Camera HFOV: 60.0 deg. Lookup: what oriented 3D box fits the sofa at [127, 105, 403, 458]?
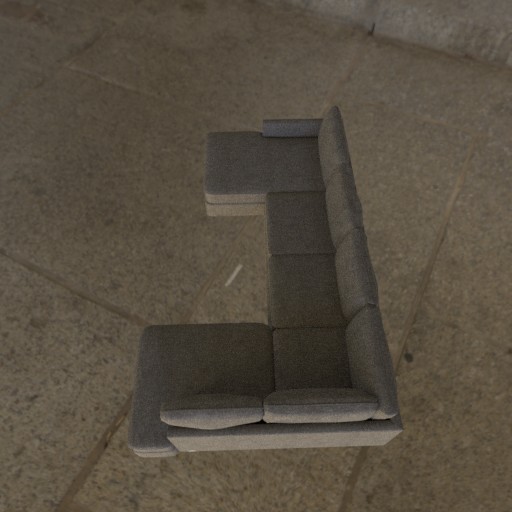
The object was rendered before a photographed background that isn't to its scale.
[{"bbox_3d":[0.000,0.000,4.276,2.048,0.999,3.423,-1,58,-1],"label":"sofa"}]
